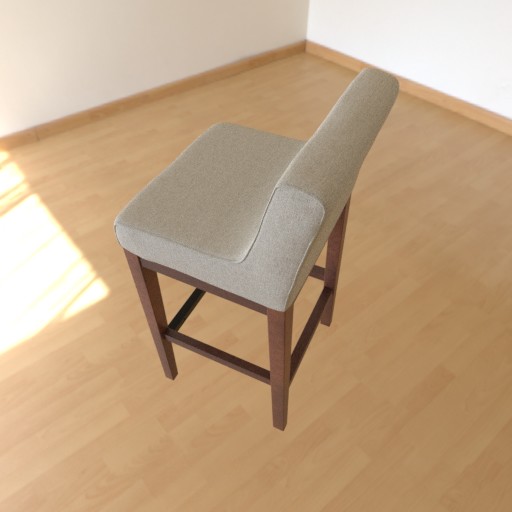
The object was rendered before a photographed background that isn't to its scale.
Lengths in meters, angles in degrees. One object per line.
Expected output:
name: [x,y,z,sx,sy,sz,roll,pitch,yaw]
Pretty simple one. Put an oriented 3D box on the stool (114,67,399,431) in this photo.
stool: [0.000,0.000,1.231,0.500,0.937,0.511,19,48,18]
